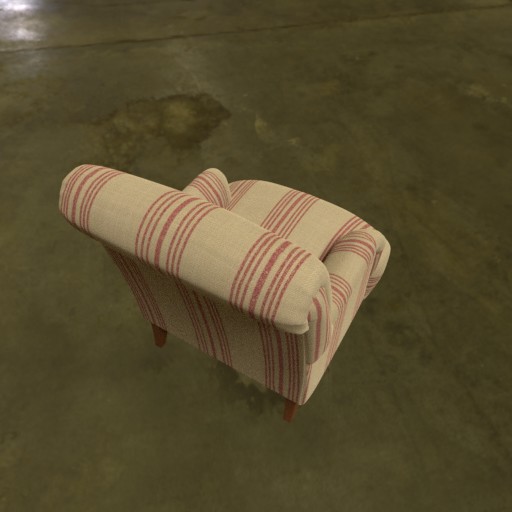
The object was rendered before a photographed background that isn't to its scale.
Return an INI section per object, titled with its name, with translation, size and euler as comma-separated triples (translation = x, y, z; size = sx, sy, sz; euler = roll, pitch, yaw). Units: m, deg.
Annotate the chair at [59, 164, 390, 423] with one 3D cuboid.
[chair]
translation = 0.000, 0.000, 1.859
size = 0.933, 1.123, 1.058
euler = 24, 51, 21
